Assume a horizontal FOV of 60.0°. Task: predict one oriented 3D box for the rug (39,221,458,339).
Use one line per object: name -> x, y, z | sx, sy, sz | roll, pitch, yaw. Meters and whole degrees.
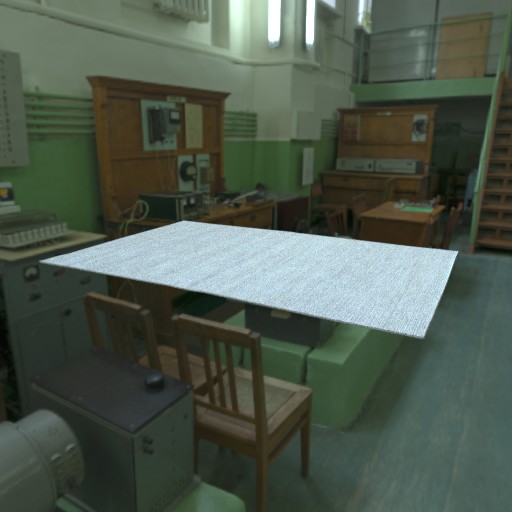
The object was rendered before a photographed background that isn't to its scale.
rug -> 0.000, 0.000, 2.276 | 1.820, 0.022, 1.179 | 8, 17, 27
